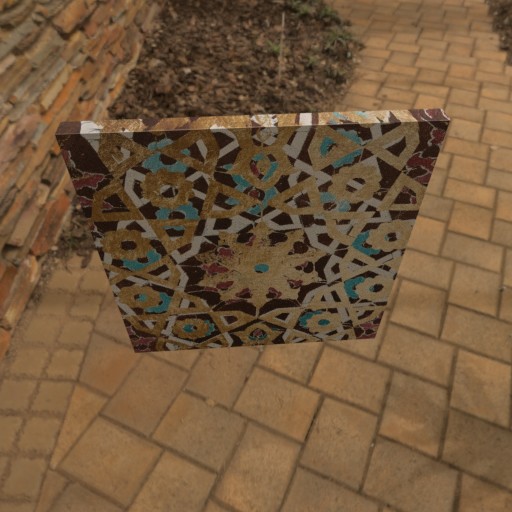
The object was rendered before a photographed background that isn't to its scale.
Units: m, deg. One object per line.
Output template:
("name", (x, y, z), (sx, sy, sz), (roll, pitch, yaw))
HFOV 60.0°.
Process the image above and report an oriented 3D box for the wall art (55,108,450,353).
("wall art", (0.000, 0.000, 0.915), (0.609, 0.613, 0.041), (-3, 46, -3))
